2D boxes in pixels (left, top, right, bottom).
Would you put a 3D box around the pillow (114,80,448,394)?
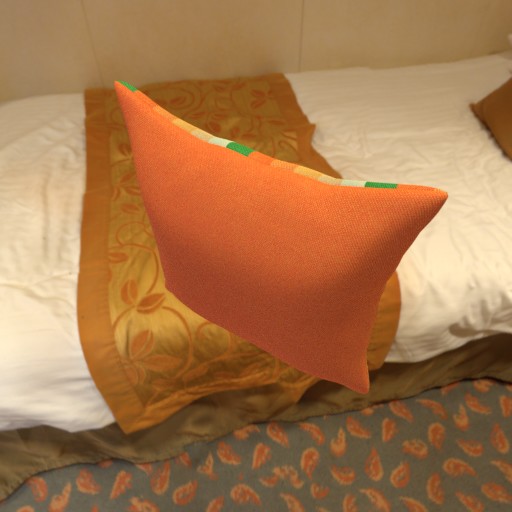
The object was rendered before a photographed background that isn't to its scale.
[{"bbox_3d":[0.000,0.000,0.683,0.453,0.444,0.169,25,52,21],"label":"pillow"}]
